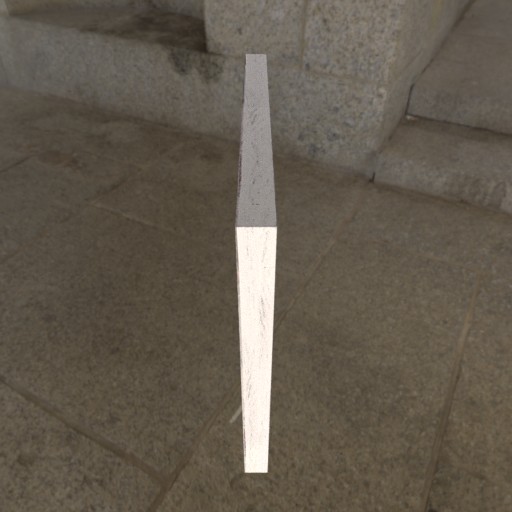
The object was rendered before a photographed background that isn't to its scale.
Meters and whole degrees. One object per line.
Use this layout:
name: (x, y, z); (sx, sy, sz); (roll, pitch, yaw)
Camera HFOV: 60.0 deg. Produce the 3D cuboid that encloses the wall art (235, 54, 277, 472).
wall art: (0.000, 0.000, 0.760); (0.038, 0.508, 0.508); (0, 41, 0)
